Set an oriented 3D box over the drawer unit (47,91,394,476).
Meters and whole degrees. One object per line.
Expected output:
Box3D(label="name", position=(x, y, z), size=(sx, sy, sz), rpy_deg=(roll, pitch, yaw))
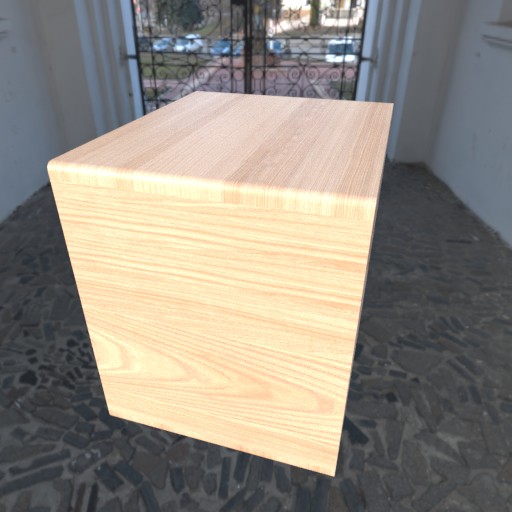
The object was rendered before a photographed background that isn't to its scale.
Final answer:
Box3D(label="drawer unit", position=(0.000, 0.000, 0.592), size=(0.290, 0.344, 0.344), rpy_deg=(9, 32, 14))
